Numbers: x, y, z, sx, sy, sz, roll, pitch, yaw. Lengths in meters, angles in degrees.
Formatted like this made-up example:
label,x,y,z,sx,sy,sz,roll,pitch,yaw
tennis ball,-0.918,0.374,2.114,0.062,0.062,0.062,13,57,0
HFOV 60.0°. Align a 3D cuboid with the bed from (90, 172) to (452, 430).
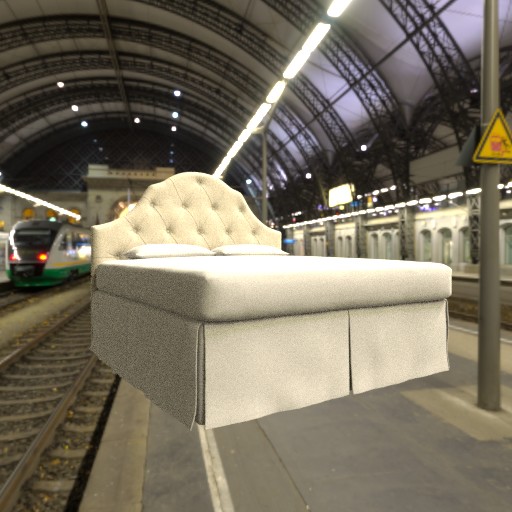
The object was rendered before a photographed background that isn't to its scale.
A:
label,x,y,z,sx,sy,sz,roll,pitch,yaw
bed,0.000,0.000,3.348,2.012,1.555,2.086,0,1,-33
